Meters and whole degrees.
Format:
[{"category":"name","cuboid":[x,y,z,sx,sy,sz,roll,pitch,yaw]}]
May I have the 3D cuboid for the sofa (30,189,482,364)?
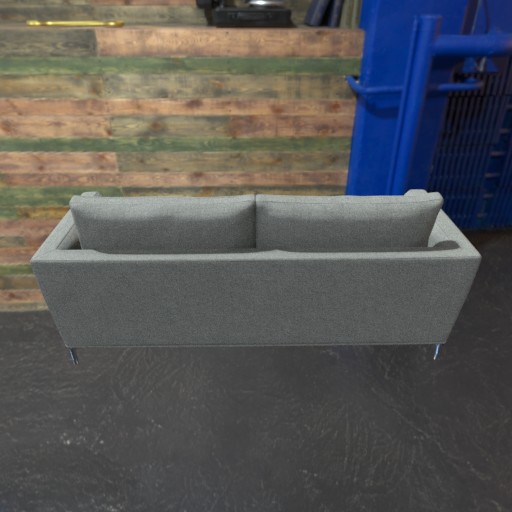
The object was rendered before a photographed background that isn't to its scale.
[{"category":"sofa","cuboid":[0.000,0.000,2.636,2.212,1.002,0.869,0,31,-1]}]
